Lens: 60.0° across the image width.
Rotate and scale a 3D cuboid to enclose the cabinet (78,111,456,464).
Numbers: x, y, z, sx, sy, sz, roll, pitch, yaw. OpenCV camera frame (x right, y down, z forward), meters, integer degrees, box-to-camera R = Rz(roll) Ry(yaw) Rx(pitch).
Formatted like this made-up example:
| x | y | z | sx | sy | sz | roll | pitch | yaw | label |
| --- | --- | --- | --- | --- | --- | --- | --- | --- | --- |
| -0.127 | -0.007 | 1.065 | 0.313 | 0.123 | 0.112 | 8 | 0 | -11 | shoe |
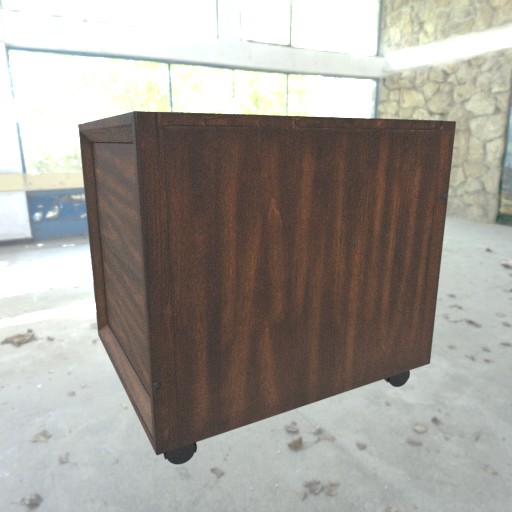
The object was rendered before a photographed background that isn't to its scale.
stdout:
| x | y | z | sx | sy | sz | roll | pitch | yaw | label |
| --- | --- | --- | --- | --- | --- | --- | --- | --- | --- |
| 0.000 | 0.000 | 0.789 | 0.500 | 0.455 | 0.402 | -8 | 16 | -28 | cabinet |
